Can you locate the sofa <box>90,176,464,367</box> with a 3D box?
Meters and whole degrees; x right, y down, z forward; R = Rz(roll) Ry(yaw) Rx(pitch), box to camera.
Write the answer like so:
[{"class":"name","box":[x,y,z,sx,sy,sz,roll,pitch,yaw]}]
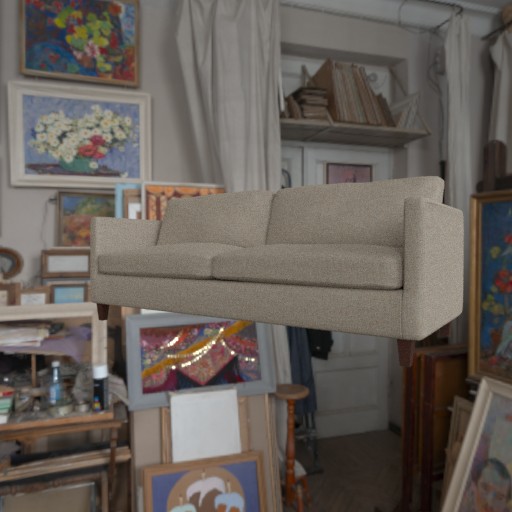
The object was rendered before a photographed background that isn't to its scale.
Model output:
[{"class":"sofa","box":[0.000,0.000,2.990,2.434,0.965,0.951,1,1,35]}]
